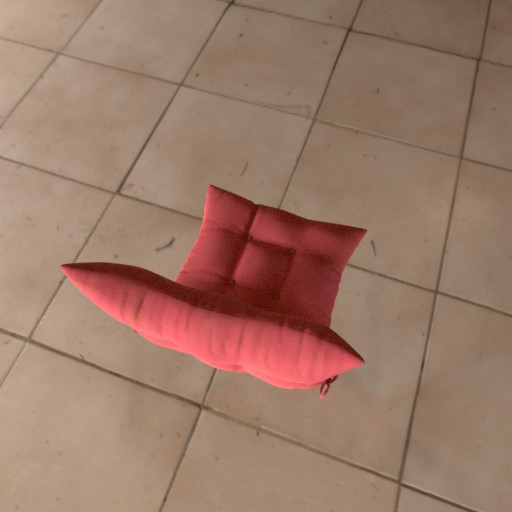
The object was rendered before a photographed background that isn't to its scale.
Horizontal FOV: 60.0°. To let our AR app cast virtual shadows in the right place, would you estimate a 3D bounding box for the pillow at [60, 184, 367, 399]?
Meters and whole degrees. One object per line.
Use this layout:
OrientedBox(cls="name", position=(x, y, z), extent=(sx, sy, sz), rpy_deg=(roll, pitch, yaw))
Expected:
OrientedBox(cls="pillow", position=(0.000, 0.000, 1.023), extent=(0.541, 0.536, 0.585), rpy_deg=(17, 64, 8))
